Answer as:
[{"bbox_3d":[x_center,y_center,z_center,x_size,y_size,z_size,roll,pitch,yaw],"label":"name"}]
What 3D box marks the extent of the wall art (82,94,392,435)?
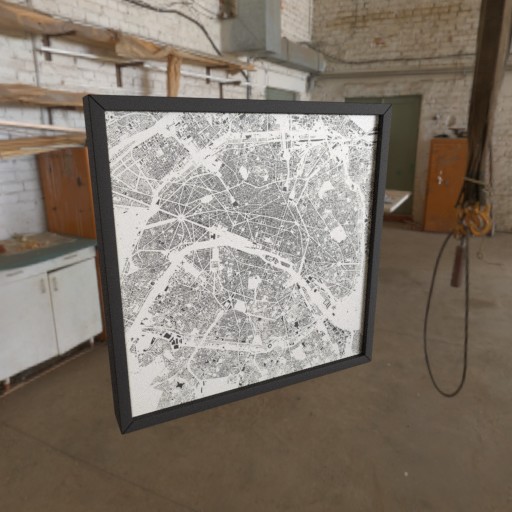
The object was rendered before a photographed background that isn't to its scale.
[{"bbox_3d":[0.000,0.000,0.460,0.305,0.305,0.037,-8,18,-26],"label":"wall art"}]
